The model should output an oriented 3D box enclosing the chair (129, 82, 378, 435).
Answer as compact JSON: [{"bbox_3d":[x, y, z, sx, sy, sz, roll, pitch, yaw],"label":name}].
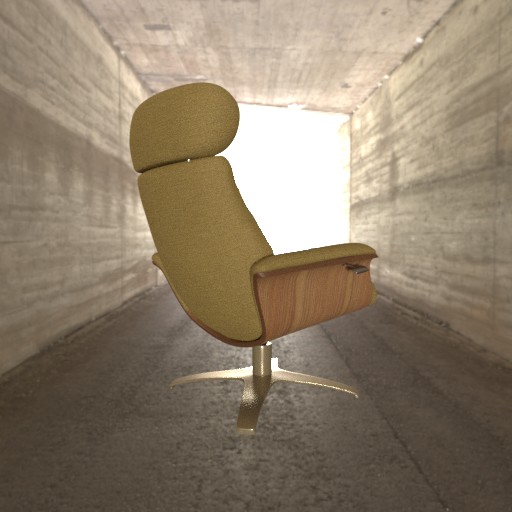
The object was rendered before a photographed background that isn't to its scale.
[{"bbox_3d":[0.000,0.000,1.585,0.837,0.995,0.785,-2,3,-36],"label":"chair"}]
